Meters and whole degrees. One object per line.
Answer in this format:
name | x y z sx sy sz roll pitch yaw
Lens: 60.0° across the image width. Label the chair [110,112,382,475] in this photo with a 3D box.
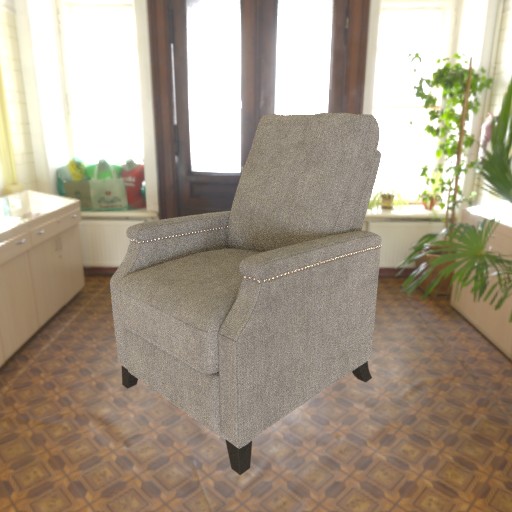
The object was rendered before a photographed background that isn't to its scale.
chair | 0.000 0.000 1.684 0.710 1.049 0.922 15 22 42
